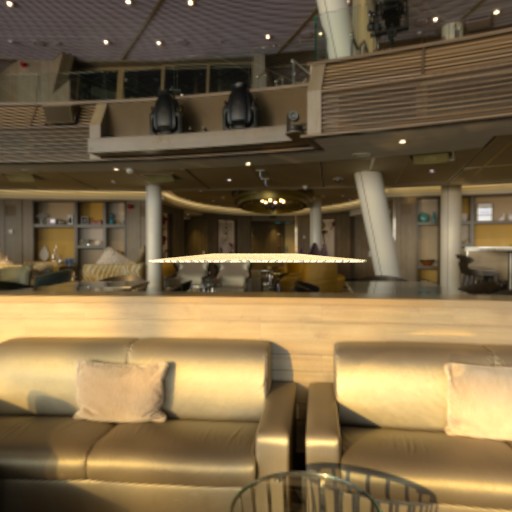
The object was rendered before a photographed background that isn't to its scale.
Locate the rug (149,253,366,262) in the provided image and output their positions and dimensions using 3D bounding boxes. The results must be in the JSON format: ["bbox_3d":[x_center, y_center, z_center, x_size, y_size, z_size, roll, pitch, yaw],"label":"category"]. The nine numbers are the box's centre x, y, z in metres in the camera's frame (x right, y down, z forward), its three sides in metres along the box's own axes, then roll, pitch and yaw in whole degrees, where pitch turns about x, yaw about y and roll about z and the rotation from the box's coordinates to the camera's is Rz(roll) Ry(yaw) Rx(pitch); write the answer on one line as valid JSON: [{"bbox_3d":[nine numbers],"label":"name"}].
[{"bbox_3d":[0.000,0.000,2.503,0.686,0.008,2.286,0,1,0],"label":"rug"}]
